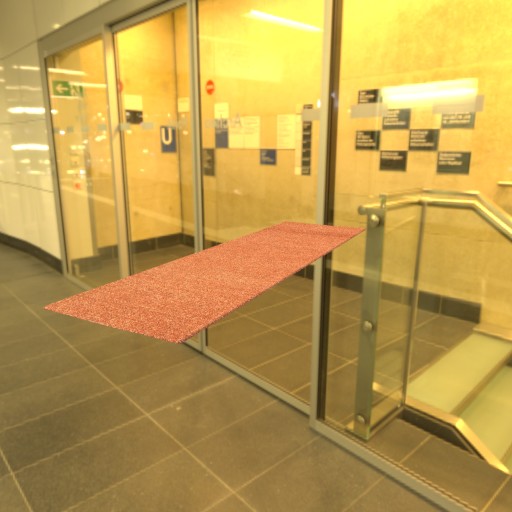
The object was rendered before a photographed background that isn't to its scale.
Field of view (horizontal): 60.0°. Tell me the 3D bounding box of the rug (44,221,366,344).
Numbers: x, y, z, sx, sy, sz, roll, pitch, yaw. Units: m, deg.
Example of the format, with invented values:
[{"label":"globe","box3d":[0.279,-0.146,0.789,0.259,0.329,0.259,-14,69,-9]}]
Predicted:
[{"label":"rug","box3d":[0.000,0.000,2.587,0.687,0.012,2.307,8,16,28]}]
